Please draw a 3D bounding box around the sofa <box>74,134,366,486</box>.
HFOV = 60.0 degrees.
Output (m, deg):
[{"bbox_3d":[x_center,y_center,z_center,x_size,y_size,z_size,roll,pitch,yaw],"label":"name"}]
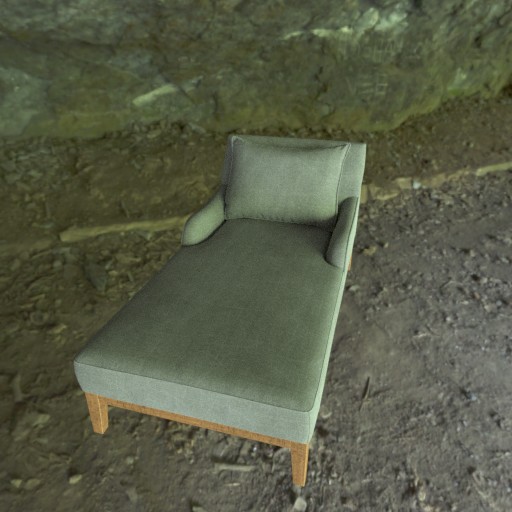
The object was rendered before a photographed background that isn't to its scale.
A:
[{"bbox_3d":[0.000,0.000,2.211,0.894,0.859,1.779,8,29,14],"label":"sofa"}]
